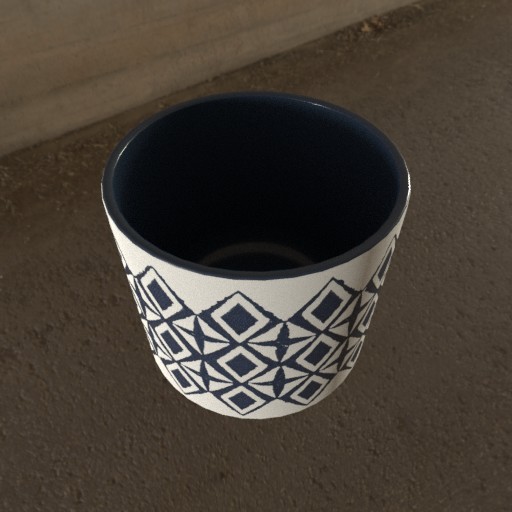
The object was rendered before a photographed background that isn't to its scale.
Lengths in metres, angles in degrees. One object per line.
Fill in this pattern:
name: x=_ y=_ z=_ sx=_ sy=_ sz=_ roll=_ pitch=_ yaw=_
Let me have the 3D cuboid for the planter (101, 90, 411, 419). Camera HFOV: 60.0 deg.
planter: x=0.000 y=0.000 z=0.284 sx=0.159 sy=0.144 sz=0.159 roll=0 pitch=47 yaw=0
